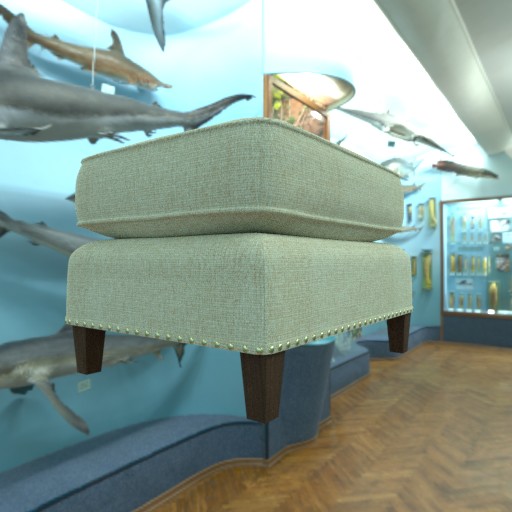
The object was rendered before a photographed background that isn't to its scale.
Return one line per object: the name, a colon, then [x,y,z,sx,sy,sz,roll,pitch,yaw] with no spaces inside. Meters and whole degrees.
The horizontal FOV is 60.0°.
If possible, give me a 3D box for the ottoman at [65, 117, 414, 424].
ottoman: [0.000,0.000,1.143,0.589,0.537,0.738,0,0,37]
